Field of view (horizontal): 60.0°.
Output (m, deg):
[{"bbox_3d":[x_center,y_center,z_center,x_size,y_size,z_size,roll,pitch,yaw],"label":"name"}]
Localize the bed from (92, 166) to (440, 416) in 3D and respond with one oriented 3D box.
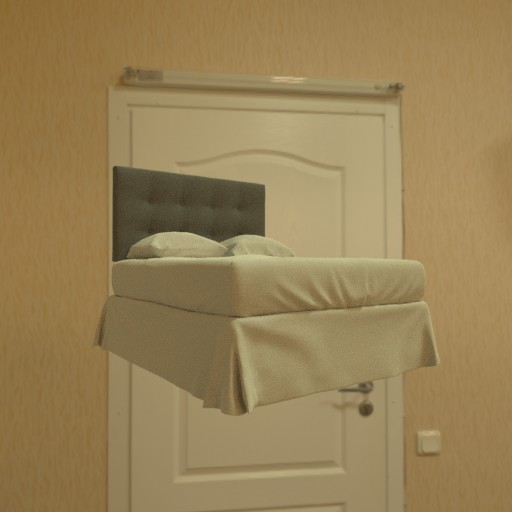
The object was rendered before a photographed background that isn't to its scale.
[{"bbox_3d":[0.000,0.000,3.503,1.936,1.577,2.222,1,-1,-36],"label":"bed"}]
